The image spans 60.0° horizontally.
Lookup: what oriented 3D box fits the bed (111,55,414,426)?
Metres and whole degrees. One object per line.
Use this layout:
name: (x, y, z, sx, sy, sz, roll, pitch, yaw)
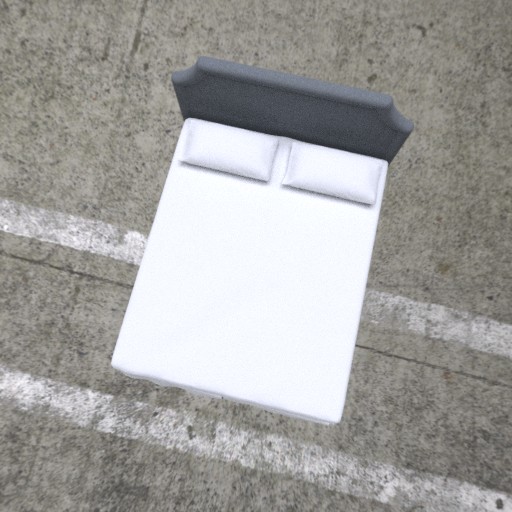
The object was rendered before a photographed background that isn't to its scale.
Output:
bed: (0.000, 0.000, 3.336, 1.811, 1.296, 2.259, 13, 77, 3)
